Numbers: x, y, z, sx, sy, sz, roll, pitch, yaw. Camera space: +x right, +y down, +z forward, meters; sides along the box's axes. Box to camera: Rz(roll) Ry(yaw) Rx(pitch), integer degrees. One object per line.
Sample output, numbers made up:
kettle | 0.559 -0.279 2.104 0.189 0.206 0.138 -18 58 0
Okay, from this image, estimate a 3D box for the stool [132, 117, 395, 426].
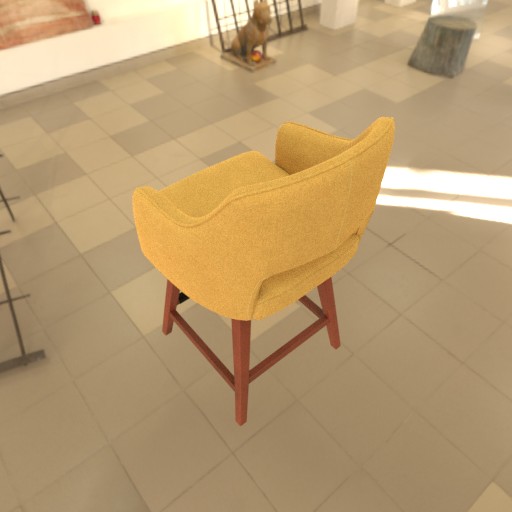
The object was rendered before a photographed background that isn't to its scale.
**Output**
stool | 0.000 0.000 1.279 0.548 0.924 0.558 -31 53 -27
